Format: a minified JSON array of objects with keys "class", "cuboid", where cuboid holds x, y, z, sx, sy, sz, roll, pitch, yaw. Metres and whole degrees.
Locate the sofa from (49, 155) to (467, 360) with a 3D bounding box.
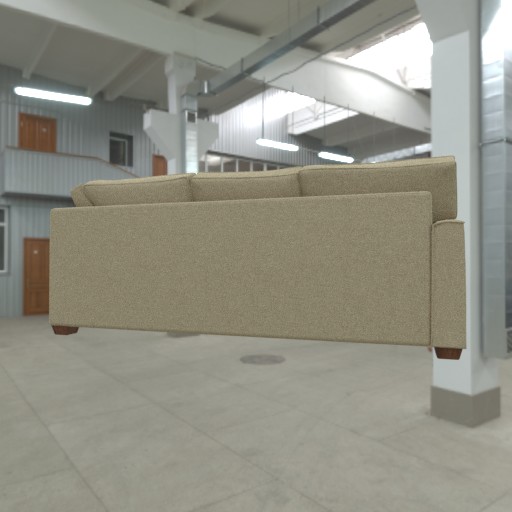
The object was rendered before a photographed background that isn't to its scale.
[{"class":"sofa","cuboid":[0.000,0.000,2.813,2.317,0.962,1.061,0,-1,18]}]
